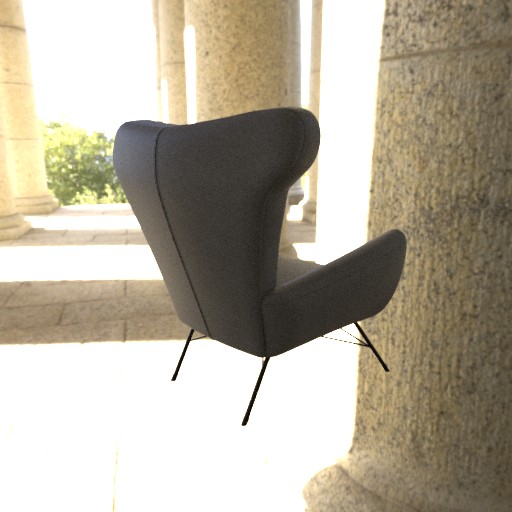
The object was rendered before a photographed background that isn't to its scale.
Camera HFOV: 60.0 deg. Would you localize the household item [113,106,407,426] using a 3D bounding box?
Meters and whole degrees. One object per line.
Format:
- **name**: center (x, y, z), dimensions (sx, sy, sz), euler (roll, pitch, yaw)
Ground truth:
- **household item**: center (0.000, 0.000, 1.764), dimensions (0.900, 1.050, 0.980), euler (-13, 19, -43)
